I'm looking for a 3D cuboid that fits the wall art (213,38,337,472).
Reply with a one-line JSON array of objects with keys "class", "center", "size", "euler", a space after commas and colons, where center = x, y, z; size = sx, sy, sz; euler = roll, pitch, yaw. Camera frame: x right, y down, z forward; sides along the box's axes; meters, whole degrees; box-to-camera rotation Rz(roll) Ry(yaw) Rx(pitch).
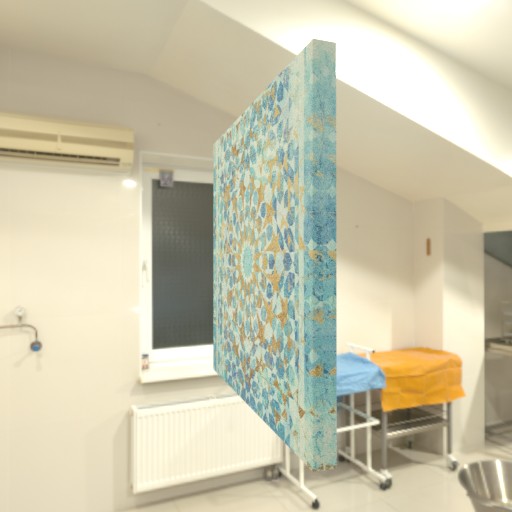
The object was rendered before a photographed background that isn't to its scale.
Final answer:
[{"class": "wall art", "center": [0.000, 0.000, 0.915], "size": [0.040, 0.609, 0.609], "euler": [0, 0, -18]}]
